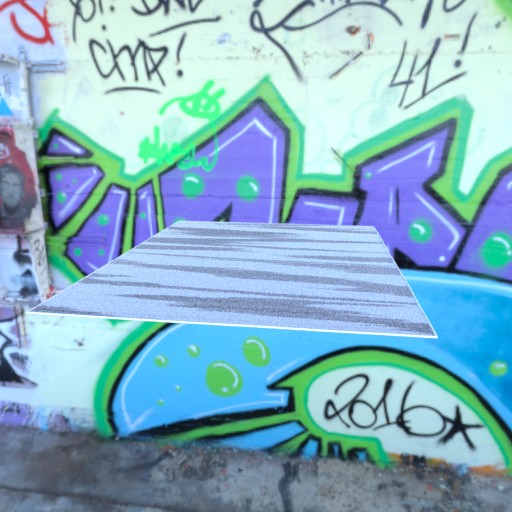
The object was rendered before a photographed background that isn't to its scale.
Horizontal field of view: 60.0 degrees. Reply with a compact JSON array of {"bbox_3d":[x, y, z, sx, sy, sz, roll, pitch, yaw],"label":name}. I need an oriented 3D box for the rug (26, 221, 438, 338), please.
[{"bbox_3d":[0.000,0.000,3.879,2.353,0.014,2.945,2,15,8],"label":"rug"}]
